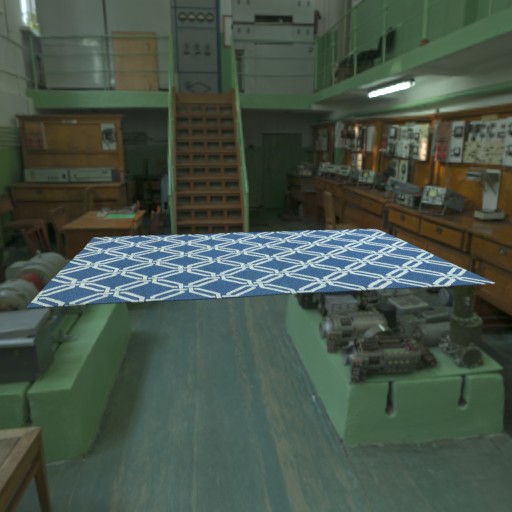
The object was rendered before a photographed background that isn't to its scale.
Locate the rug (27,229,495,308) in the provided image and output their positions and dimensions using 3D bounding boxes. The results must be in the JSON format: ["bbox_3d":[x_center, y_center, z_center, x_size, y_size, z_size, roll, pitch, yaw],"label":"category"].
[{"bbox_3d":[0.000,0.000,2.166,1.755,0.010,1.153,-2,15,-9],"label":"rug"}]
